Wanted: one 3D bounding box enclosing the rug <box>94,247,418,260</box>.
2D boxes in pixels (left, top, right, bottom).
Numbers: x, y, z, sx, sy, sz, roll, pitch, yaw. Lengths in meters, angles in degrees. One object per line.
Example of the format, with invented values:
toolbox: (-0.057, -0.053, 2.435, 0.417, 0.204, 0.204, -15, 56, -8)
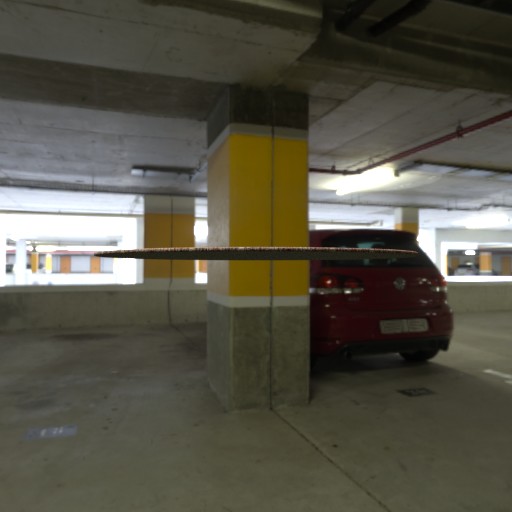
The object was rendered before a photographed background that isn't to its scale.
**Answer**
rug: (0.000, 0.000, 2.200, 1.514, 0.015, 1.514, 0, -2, 0)
